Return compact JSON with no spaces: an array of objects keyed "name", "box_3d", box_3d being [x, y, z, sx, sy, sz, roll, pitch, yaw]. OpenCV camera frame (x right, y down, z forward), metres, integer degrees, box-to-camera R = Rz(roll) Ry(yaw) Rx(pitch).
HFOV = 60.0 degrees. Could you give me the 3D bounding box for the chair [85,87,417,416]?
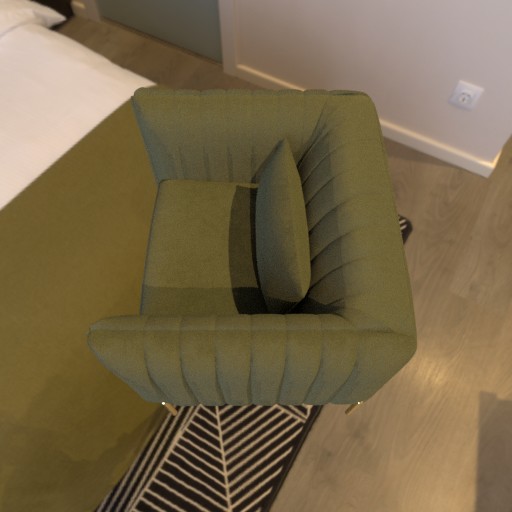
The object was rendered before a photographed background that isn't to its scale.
[{"name":"chair","box_3d":[0.000,0.000,1.651,0.877,0.794,1.032,0,61,0]}]
